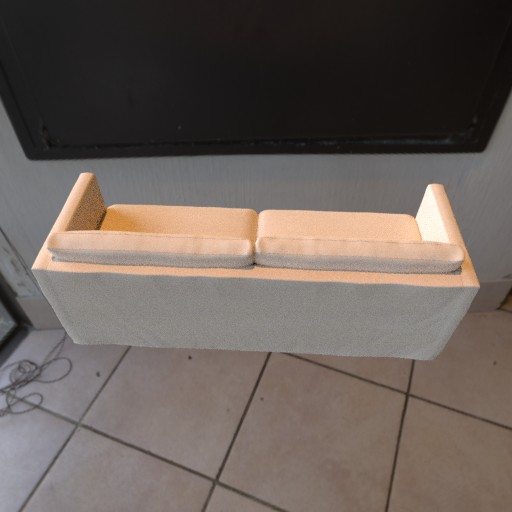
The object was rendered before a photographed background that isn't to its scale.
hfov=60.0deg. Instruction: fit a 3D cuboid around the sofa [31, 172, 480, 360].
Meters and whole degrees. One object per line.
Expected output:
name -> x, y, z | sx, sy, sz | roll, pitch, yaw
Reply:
sofa -> 0.000, 0.000, 3.275 | 2.779, 0.999, 1.036 | 2, 47, 2
